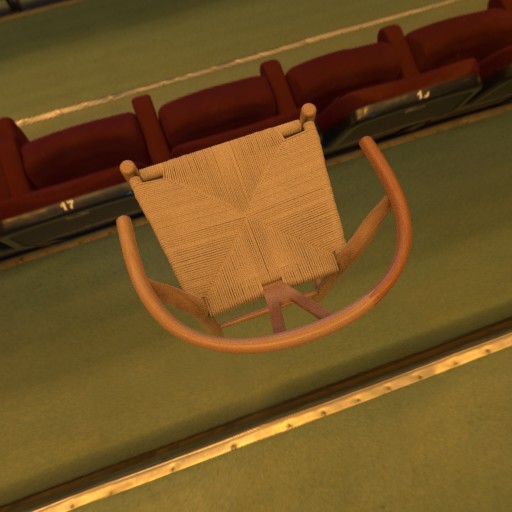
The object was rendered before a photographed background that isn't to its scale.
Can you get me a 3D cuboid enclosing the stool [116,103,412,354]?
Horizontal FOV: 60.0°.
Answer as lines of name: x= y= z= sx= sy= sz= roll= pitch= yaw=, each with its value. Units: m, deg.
stool: x=0.000 y=0.000 z=1.233 sx=0.536 sy=0.923 sz=0.575 roll=-19 pitch=75 yaw=-5
